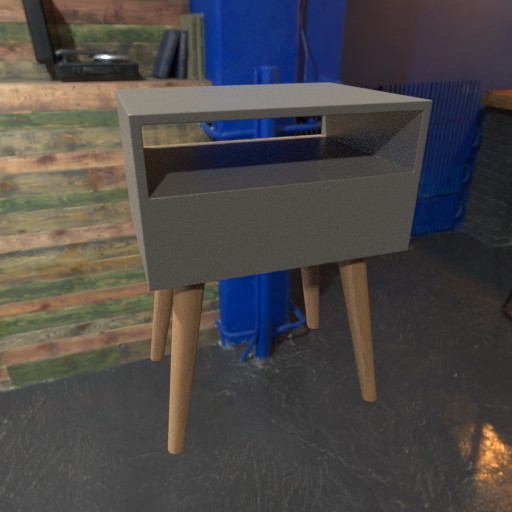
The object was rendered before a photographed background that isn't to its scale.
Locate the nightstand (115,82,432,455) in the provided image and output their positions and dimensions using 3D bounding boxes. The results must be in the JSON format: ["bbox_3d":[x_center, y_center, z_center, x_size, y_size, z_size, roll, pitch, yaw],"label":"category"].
[{"bbox_3d":[0.000,0.000,0.734,0.370,0.508,0.288,-8,27,-17],"label":"nightstand"}]
